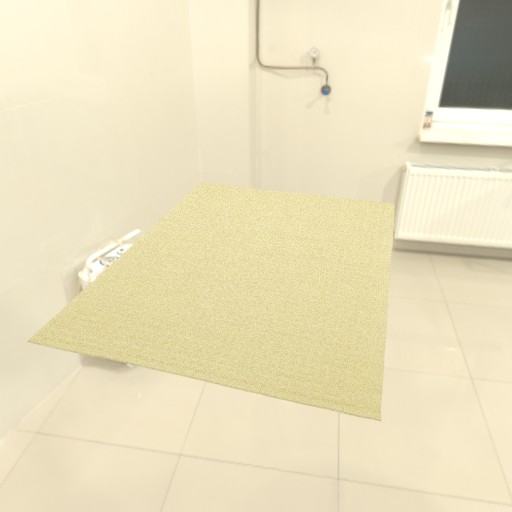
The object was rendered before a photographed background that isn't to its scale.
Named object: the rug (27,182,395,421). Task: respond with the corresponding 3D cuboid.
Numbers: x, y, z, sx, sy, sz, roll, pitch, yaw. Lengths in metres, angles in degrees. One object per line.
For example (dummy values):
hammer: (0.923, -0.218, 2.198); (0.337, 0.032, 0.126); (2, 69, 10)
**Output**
rug: (0.000, 0.000, 4.166); (2.452, 0.016, 3.204); (9, 32, 14)
